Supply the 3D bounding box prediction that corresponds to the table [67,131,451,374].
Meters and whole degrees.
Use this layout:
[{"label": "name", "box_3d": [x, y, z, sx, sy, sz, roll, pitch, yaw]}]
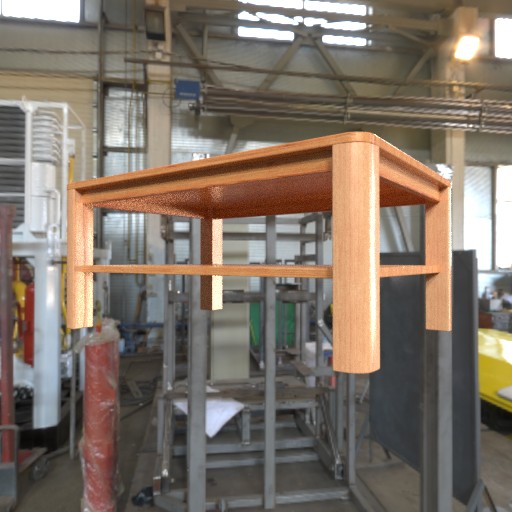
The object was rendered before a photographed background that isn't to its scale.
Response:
[{"label": "table", "box_3d": [0.000, 0.000, 1.369, 0.997, 0.445, 0.696, 0, -1, 36]}]
